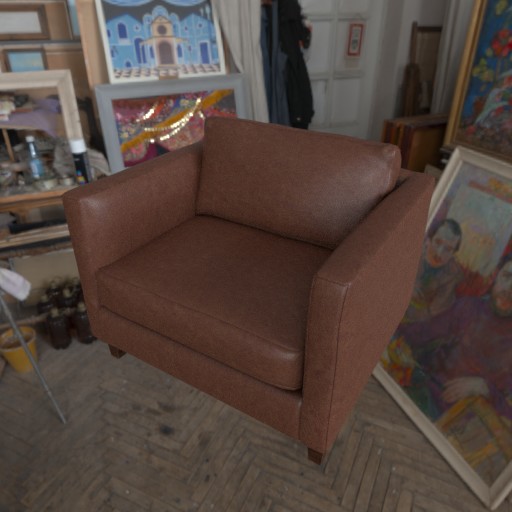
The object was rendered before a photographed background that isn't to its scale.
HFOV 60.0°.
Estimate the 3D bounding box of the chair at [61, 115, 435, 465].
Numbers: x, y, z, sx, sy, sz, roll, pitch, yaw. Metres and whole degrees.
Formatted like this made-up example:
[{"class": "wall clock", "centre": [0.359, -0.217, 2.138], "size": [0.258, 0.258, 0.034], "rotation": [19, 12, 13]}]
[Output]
[{"class": "chair", "centre": [0.000, 0.000, 1.781], "size": [1.107, 0.917, 0.959], "rotation": [17, 34, 27]}]
